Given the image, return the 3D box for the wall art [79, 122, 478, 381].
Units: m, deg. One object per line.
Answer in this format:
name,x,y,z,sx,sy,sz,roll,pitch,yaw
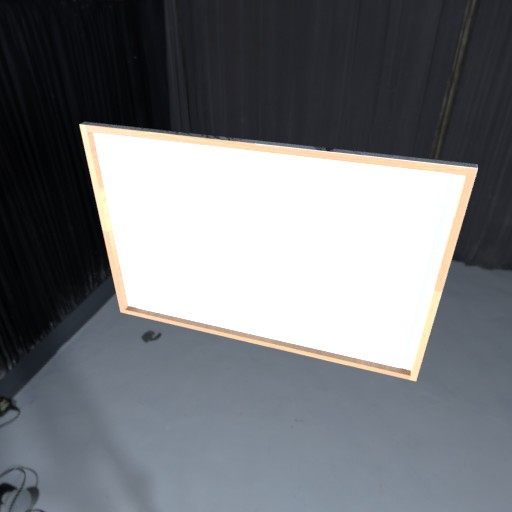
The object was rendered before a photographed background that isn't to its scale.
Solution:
wall art,0.000,0.000,1.154,0.914,0.607,0.023,10,35,15
